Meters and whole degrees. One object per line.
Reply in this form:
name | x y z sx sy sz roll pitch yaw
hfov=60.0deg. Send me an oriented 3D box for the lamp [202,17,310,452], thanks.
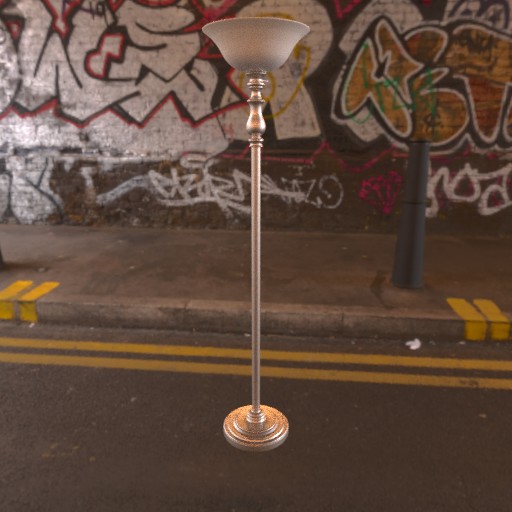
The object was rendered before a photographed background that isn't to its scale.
lamp | 0.000 0.000 1.914 0.405 1.771 0.405 15 21 42
